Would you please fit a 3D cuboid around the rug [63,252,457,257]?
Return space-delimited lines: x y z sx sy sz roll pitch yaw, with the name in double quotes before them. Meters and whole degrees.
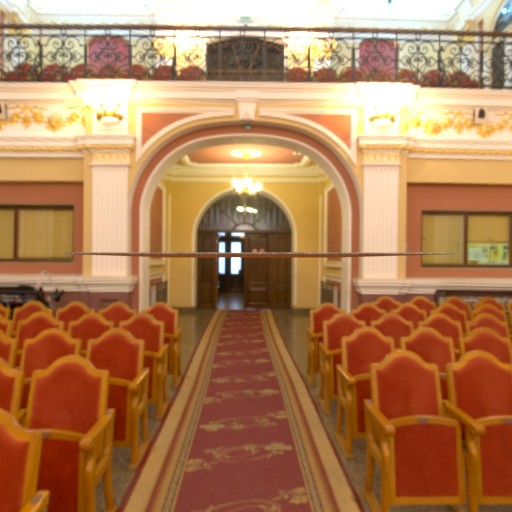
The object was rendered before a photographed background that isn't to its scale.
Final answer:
"rug" 0.000 0.000 2.852 1.521 0.006 2.283 0 -1 -1
